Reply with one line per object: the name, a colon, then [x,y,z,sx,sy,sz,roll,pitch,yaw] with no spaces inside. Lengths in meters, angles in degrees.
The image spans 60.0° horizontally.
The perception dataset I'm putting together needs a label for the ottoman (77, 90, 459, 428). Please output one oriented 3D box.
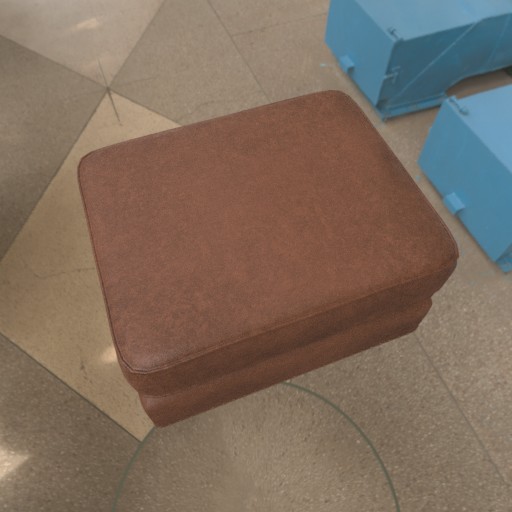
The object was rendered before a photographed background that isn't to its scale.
ottoman: [0.000,0.000,1.136,0.738,0.537,0.589,-18,60,-11]
